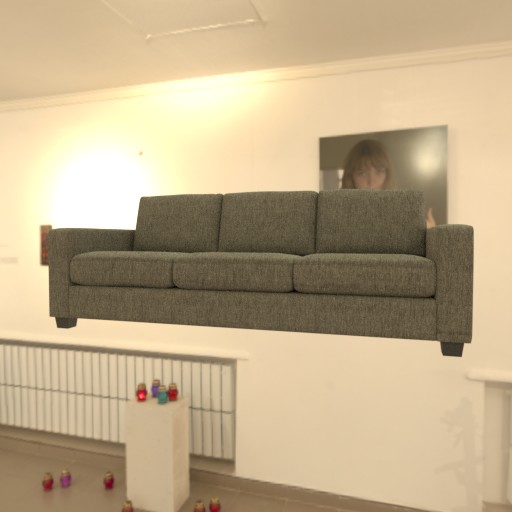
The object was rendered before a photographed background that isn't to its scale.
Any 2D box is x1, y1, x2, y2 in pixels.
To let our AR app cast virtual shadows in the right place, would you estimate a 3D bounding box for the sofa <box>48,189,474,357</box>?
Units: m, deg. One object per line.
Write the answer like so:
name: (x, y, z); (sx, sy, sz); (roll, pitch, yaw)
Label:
sofa: (0.000, 0.000, 2.559); (2.160, 0.800, 0.900); (1, 2, 17)
